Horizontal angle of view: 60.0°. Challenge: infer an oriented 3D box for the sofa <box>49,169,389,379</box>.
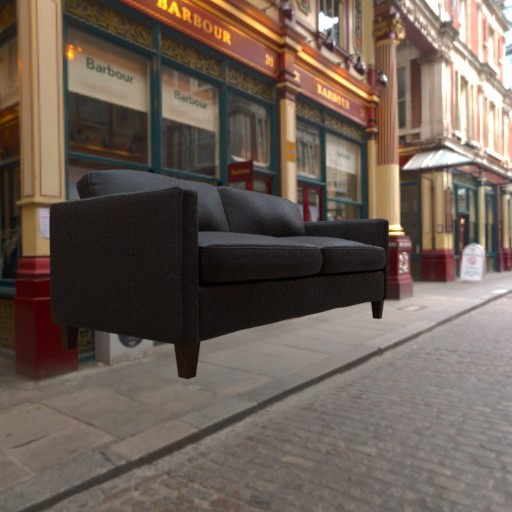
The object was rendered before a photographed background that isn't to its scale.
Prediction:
[{"bbox_3d":[0.000,0.000,2.540,0.933,0.863,1.971,0,1,37],"label":"sofa"}]
